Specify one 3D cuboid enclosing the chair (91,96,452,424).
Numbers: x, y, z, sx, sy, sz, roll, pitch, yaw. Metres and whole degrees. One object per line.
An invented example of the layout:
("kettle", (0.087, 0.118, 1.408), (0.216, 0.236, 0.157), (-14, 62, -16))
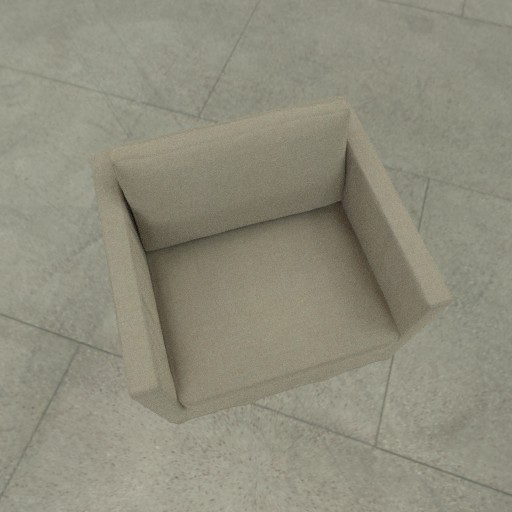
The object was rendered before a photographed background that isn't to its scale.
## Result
("chair", (0.000, 0.000, 1.748), (1.057, 0.863, 0.949), (-15, 65, -7))
